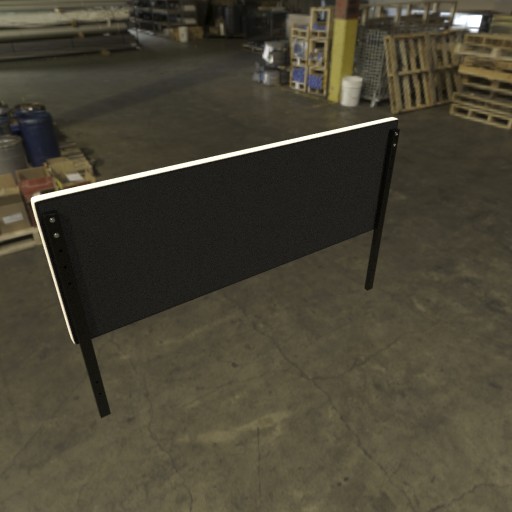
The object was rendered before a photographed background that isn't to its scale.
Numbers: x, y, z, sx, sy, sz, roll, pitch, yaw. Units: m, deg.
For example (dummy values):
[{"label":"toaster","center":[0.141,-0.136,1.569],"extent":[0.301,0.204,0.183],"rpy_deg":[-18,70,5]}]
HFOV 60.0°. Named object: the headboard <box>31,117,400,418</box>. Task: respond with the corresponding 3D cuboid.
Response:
[{"label":"headboard","center":[0.000,0.000,2.854],"extent":[2.362,1.410,0.120],"rpy_deg":[-20,37,-29]}]
